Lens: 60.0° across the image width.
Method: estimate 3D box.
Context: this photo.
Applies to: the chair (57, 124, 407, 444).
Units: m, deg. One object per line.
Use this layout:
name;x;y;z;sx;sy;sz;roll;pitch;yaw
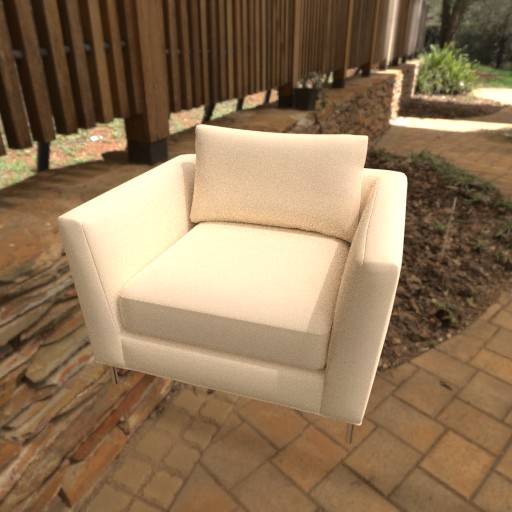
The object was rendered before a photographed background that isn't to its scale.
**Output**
chair;0.000;0.000;1.713;1.041;0.865;0.889;8;28;16
